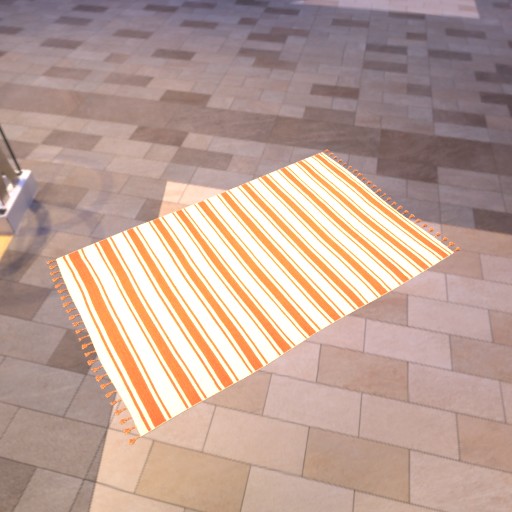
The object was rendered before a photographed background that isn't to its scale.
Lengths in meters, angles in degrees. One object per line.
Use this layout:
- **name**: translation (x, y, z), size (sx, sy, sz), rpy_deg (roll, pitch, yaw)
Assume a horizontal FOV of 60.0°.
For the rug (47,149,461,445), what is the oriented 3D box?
- **rug**: translation (0.000, 0.000, 2.571), size (2.092, 0.017, 1.232), rpy_deg (-26, 52, -22)
